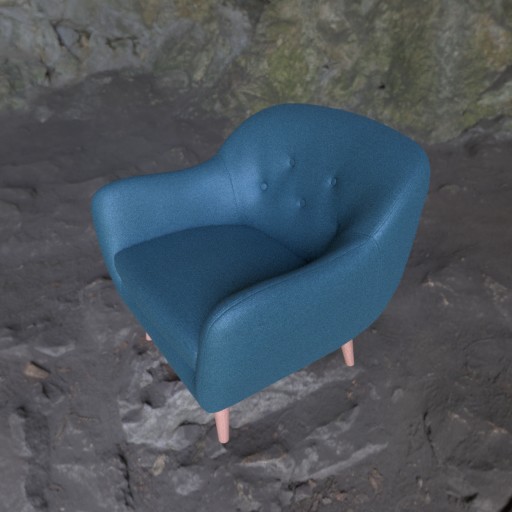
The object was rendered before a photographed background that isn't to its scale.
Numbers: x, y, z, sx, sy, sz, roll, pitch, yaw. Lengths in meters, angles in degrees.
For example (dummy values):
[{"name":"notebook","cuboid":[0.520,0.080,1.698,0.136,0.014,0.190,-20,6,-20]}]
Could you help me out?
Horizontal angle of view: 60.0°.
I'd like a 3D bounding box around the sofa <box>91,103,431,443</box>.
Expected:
[{"name":"sofa","cuboid":[0.000,0.000,1.481,0.825,0.817,0.836,-21,38,-29]}]
